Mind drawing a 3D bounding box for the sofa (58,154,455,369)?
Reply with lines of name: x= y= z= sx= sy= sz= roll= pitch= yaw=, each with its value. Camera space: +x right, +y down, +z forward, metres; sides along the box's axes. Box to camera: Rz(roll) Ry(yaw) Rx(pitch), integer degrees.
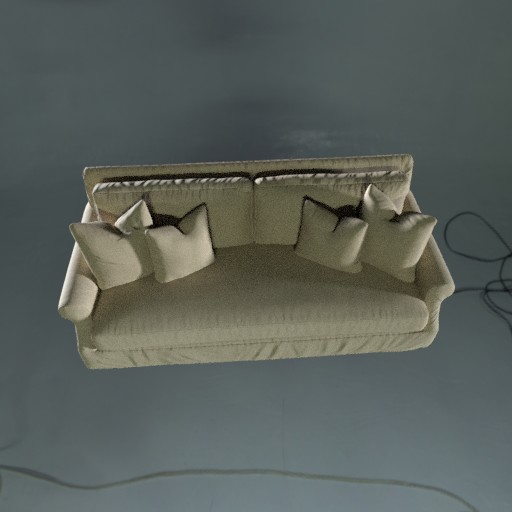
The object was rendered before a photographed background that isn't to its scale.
sofa: x=0.000 y=0.000 z=2.836 sx=2.285 sy=0.904 sz=1.067 roll=-3 pitch=47 yaw=-3
